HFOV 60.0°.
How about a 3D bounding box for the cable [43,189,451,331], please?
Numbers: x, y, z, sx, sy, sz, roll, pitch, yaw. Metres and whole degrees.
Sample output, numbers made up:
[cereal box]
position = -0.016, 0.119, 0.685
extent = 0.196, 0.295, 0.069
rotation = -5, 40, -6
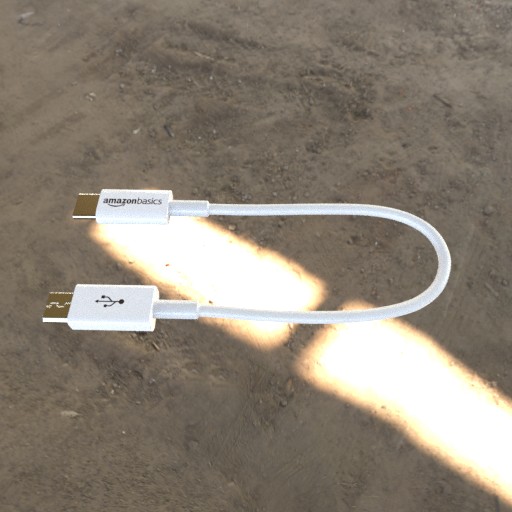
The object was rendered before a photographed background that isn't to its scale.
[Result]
[cable]
position = 0.000, 0.000, 0.113
extent = 0.098, 0.006, 0.040
rotation = 1, 59, 1
